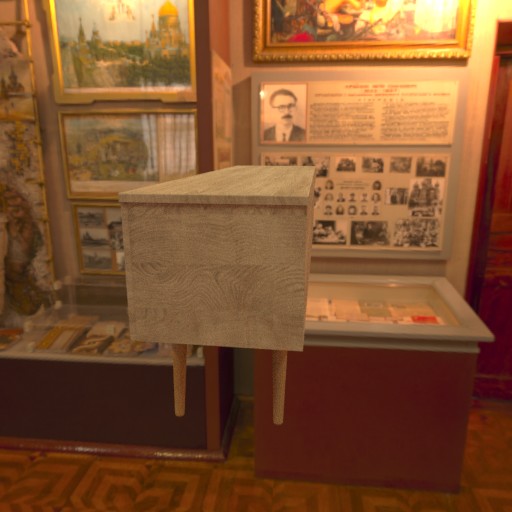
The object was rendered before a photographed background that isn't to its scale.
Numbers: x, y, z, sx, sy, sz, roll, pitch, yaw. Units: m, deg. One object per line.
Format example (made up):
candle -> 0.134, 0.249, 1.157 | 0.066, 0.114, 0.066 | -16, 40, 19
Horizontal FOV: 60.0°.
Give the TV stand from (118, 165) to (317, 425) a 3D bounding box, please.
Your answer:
TV stand -> 0.000, 0.000, 1.552 | 0.401, 0.565, 1.313 | 2, 14, 8
